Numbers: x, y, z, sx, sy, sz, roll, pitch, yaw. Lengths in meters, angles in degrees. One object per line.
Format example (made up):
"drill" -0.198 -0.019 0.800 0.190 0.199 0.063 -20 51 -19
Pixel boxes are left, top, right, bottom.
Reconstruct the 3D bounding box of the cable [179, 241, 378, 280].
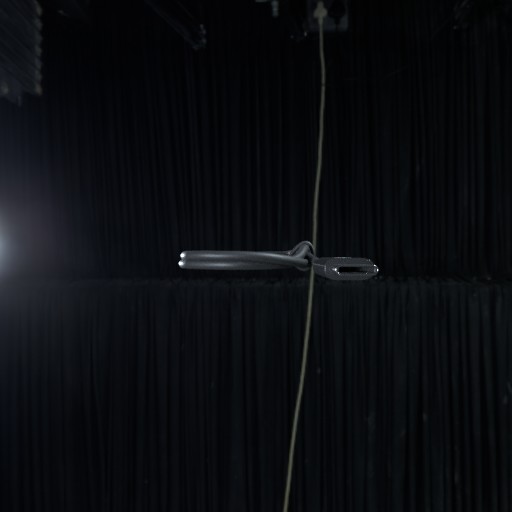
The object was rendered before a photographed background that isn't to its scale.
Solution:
"cable" 0.000 0.000 0.209 0.070 0.014 0.186 0 0 0
